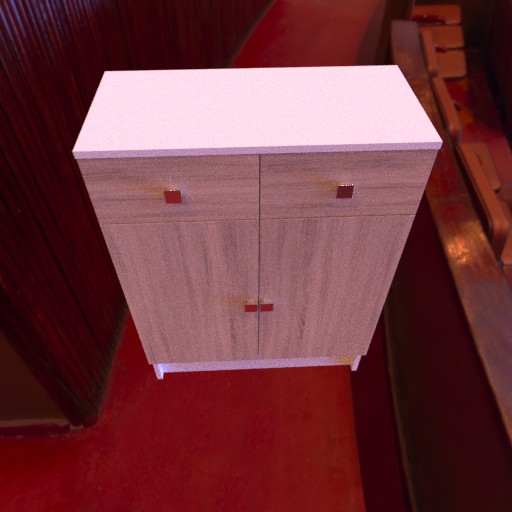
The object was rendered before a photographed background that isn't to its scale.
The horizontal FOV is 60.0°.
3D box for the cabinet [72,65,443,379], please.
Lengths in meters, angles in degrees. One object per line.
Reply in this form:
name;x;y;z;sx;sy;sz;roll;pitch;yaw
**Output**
cabinet;0.000;0.000;1.108;0.600;0.815;0.296;-2;47;-2
